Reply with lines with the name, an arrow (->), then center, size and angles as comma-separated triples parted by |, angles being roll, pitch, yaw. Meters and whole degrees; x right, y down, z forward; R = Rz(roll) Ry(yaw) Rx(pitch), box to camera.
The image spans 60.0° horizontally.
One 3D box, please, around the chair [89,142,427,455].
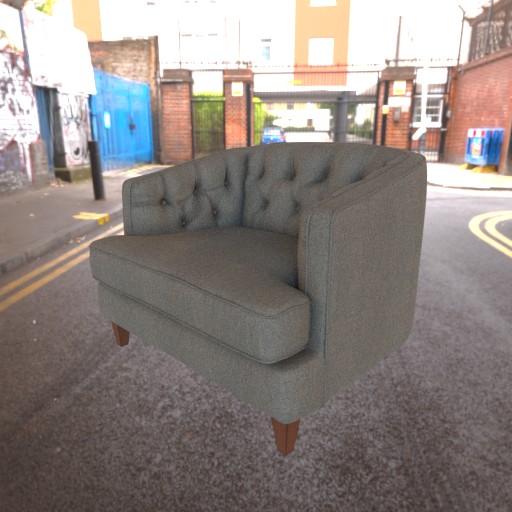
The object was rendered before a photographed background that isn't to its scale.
chair -> 0.000, 0.000, 1.739 | 1.094, 0.852, 0.945 | 15, 22, 43
